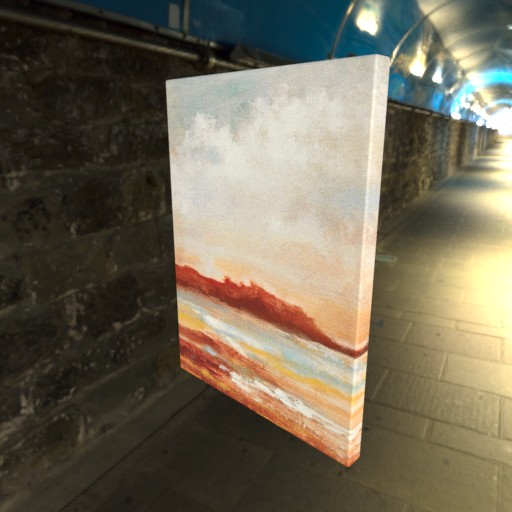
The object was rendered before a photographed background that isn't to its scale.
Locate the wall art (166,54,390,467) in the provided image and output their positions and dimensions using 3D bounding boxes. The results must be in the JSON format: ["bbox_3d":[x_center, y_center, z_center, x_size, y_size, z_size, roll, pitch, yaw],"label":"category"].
[{"bbox_3d":[0.000,0.000,0.779,0.443,0.605,0.035,15,22,42],"label":"wall art"}]
